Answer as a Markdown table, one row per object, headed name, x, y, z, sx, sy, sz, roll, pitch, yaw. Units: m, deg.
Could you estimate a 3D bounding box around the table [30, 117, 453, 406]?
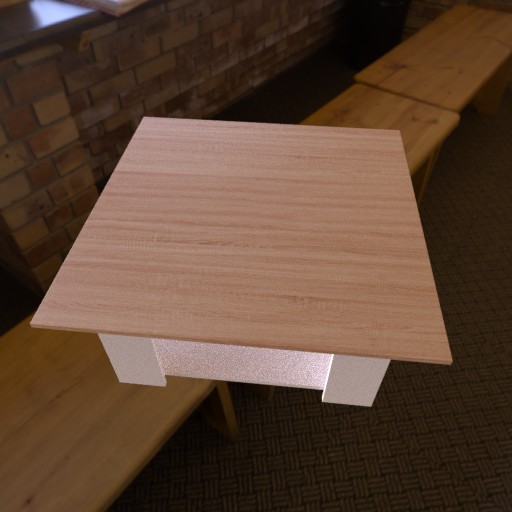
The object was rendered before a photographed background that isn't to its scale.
| name | x | y | z | sx | sy | sz | roll | pitch | yaw |
| --- | --- | --- | --- | --- | --- | --- | --- | --- | --- |
| table | 0.000 | 0.000 | 1.036 | 0.670 | 0.305 | 0.670 | 4 | 46 | 4 |
